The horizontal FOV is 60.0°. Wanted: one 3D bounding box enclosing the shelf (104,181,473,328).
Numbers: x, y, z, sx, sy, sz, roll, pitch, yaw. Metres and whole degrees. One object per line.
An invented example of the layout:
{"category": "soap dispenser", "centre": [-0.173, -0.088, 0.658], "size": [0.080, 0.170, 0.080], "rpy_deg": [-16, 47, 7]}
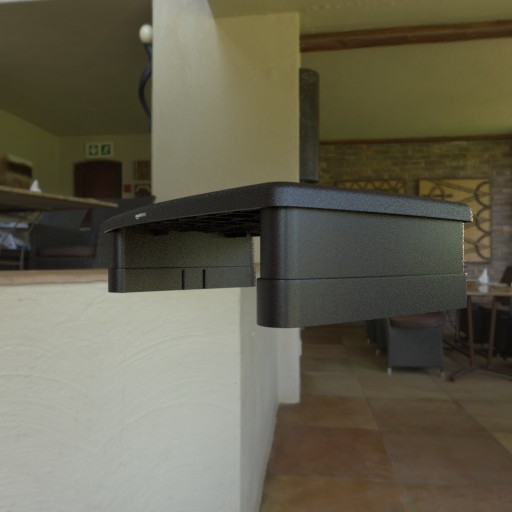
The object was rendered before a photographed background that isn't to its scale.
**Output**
{"category": "shelf", "centre": [0.000, 0.000, 0.518], "size": [0.280, 0.100, 0.410], "rpy_deg": [0, 0, -35]}
